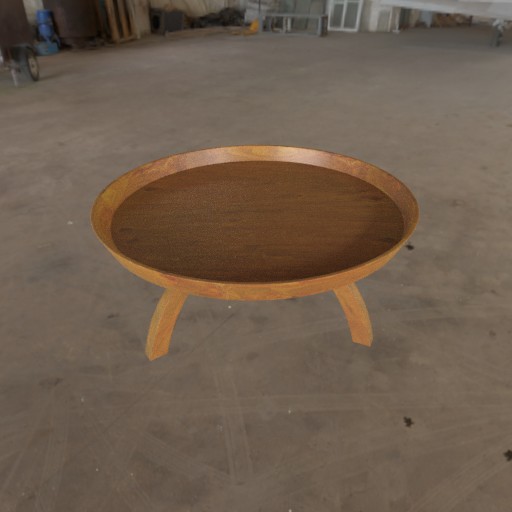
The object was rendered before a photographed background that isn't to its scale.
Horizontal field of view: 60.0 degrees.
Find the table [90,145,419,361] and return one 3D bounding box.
[{"bbox_3d":[0.000,0.000,1.547,1.016,0.470,1.016,0,32,0],"label":"table"}]
